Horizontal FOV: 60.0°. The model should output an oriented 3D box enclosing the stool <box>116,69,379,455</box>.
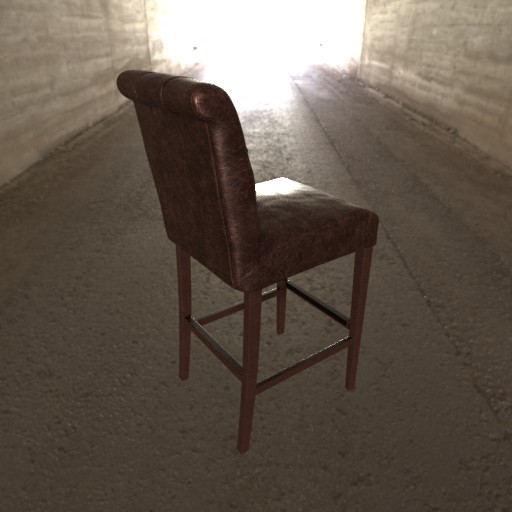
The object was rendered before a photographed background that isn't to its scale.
[{"bbox_3d":[0.000,0.000,1.494,0.659,1.168,0.483,-18,32,-31],"label":"stool"}]
